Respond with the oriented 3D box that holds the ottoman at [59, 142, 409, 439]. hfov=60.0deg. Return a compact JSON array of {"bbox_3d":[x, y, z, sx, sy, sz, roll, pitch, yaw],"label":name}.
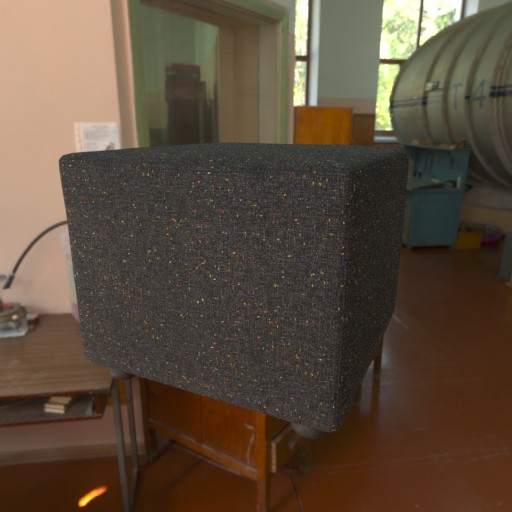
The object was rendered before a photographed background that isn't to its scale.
[{"bbox_3d":[0.000,0.000,0.892,0.508,0.432,0.508,8,18,25],"label":"ottoman"}]
